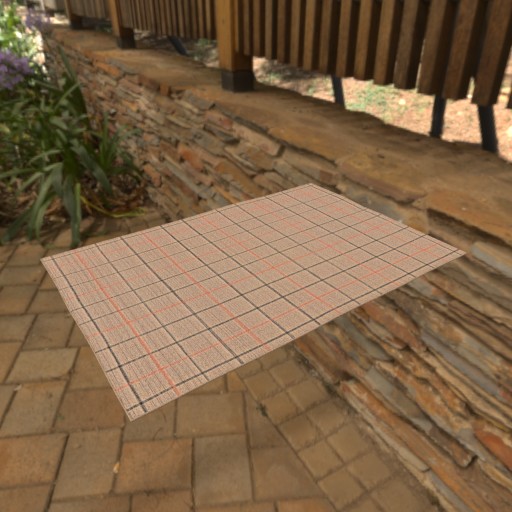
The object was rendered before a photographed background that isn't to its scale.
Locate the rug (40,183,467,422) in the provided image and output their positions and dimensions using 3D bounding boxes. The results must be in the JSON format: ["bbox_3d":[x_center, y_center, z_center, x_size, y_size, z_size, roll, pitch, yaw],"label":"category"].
[{"bbox_3d":[0.000,0.000,2.282,1.829,0.013,1.220,-20,36,-30],"label":"rug"}]
